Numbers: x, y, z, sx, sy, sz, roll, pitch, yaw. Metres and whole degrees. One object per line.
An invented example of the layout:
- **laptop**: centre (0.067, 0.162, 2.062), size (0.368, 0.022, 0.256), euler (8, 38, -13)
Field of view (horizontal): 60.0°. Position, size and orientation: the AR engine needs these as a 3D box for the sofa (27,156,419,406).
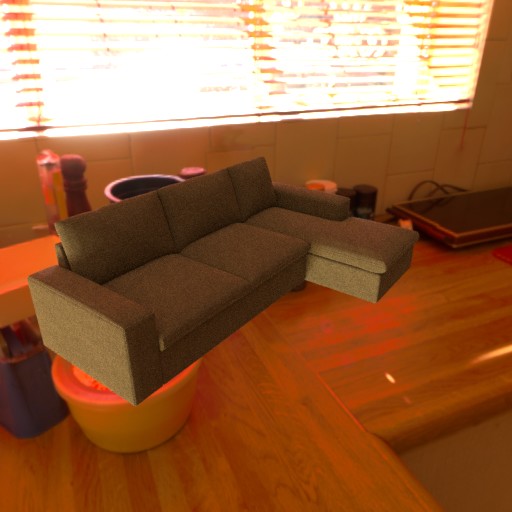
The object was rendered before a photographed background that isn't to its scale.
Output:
- **sofa**: centre (0.000, 0.000, 3.450), size (1.689, 0.940, 2.718), euler (18, 31, 33)
